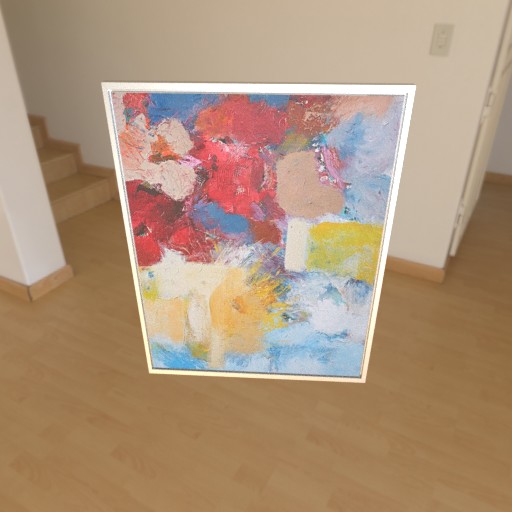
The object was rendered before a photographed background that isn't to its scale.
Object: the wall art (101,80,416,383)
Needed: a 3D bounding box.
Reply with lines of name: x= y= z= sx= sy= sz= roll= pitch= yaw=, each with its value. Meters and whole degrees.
wall art: x=0.000 y=0.000 z=1.420 sx=0.816 sy=1.046 sz=0.030 roll=2 pitch=30 yaw=3
